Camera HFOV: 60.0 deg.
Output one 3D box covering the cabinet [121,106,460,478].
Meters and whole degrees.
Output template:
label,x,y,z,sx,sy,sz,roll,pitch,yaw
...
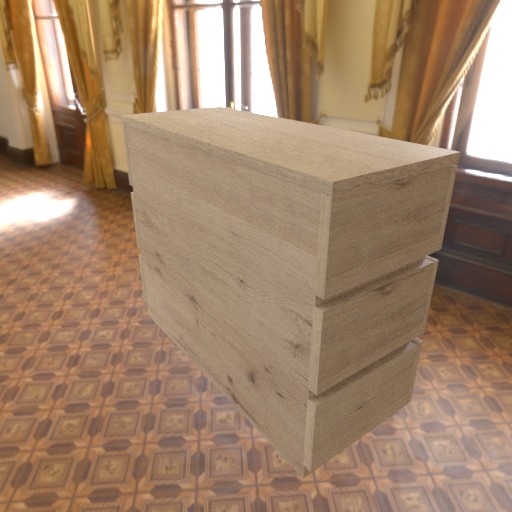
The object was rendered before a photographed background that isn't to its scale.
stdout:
label,x,y,z,sx,sy,sz,roll,pitch,yaw
cabinet,0.000,0.000,1.477,0.420,0.820,1.040,-18,31,-32
